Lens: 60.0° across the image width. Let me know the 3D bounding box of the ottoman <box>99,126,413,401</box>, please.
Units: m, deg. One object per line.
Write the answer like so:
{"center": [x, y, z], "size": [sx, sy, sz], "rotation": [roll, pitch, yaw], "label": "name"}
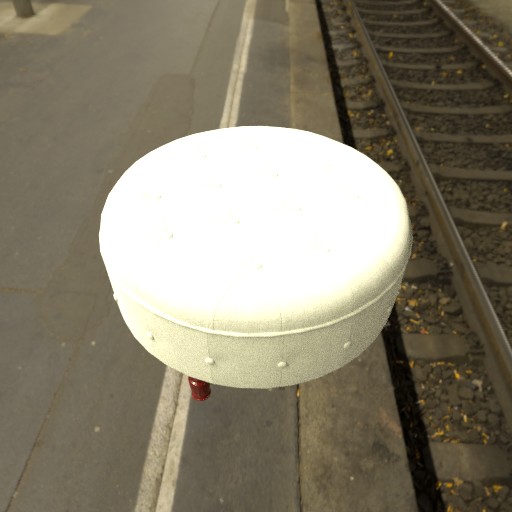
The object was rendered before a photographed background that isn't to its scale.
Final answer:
{"center": [0.000, 0.000, 1.352], "size": [0.850, 0.483, 0.850], "rotation": [0, 43, 0], "label": "ottoman"}
